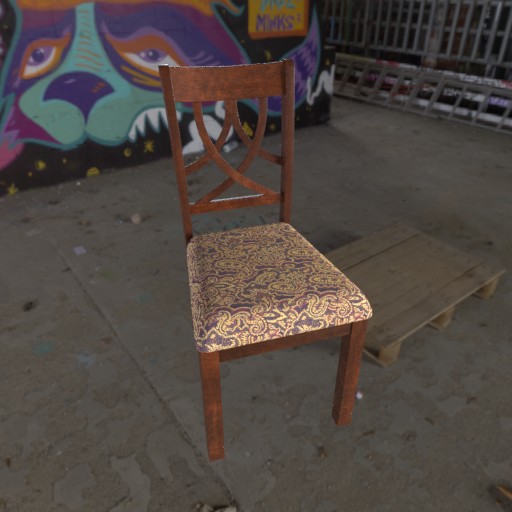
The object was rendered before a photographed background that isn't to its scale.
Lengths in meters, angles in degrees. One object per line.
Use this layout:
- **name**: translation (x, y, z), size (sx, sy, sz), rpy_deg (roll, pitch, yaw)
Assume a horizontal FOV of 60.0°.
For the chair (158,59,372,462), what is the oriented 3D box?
- **chair**: translation (0.000, 0.000, 1.280), size (0.457, 0.965, 0.584), rpy_deg (-9, 33, -14)
